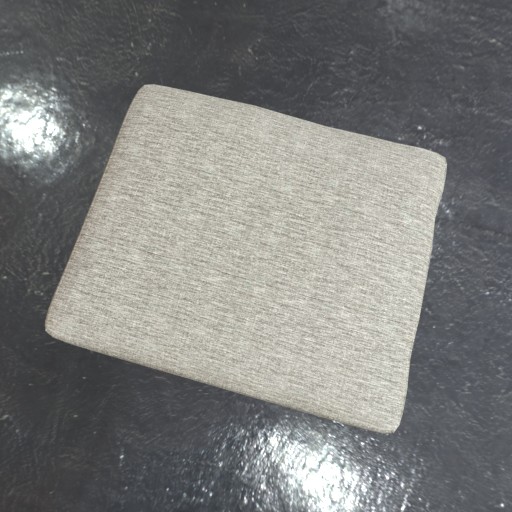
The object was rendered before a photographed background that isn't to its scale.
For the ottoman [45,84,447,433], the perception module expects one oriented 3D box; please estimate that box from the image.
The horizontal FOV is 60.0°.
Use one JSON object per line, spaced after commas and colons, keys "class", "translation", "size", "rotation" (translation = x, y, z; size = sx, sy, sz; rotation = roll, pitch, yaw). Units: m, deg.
{"class": "ottoman", "translation": [0.000, 0.000, 1.448], "size": [0.994, 0.492, 0.839], "rotation": [15, 75, 4]}
